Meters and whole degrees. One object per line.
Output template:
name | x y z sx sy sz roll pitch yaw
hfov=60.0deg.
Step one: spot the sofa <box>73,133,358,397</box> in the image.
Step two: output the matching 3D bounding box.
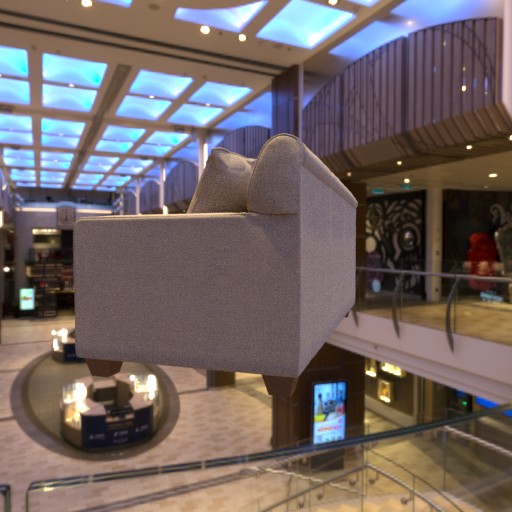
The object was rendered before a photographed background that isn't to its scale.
sofa | 0.000 0.000 2.607 0.997 0.958 2.024 0 2 18
